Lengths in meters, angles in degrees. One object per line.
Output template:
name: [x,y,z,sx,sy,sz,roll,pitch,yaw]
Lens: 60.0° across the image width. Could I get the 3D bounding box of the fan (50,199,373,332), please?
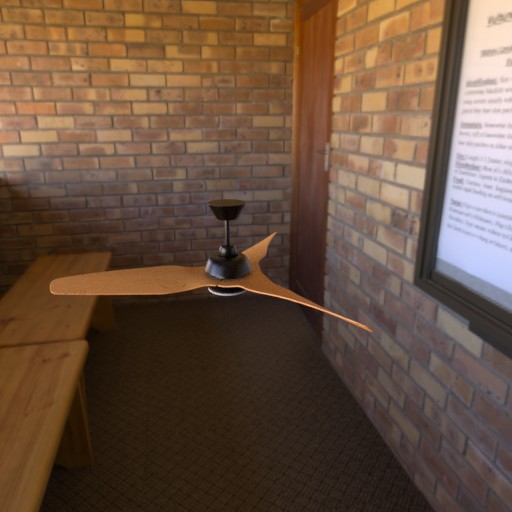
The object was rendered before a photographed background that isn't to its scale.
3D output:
fan: [0.000,0.000,1.613,1.142,0.355,1.010,-16,23,-41]
